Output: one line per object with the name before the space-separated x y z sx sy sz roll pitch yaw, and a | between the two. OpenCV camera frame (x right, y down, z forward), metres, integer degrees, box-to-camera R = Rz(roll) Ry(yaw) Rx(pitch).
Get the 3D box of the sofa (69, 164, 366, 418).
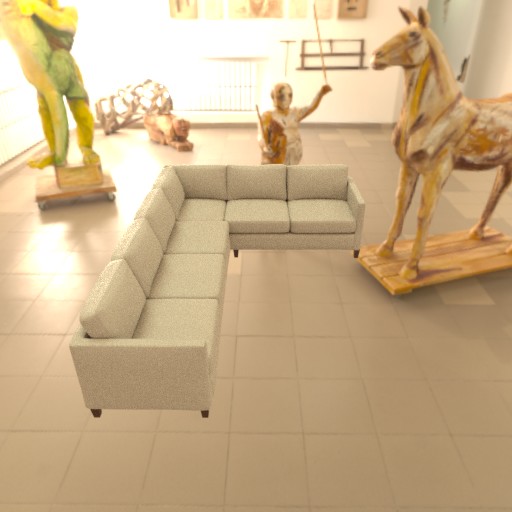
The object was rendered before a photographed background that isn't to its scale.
sofa | 0.000 0.000 4.446 2.522 0.934 3.333 0 30 0
